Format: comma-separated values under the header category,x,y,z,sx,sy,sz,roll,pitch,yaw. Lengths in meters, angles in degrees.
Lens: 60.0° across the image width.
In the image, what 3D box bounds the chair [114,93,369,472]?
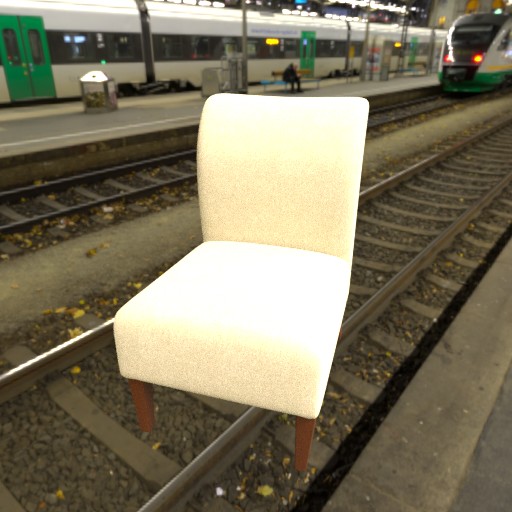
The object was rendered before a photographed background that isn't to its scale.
category,x,y,z,sx,sy,sz,roll,pitch,yaw
chair,0.000,0.000,1.299,0.521,0.833,0.754,7,26,15
